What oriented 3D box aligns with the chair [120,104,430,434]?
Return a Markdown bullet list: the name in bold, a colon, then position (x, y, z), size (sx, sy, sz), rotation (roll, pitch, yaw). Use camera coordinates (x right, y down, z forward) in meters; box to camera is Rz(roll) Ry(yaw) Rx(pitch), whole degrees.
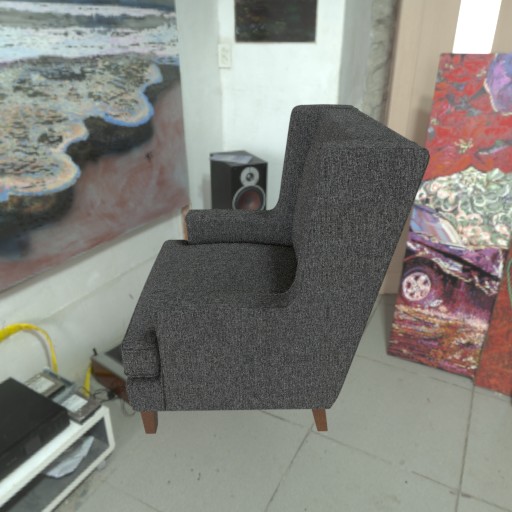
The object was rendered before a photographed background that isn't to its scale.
- **chair**: position (0.000, 0.000, 1.818), size (0.927, 1.082, 0.942), rotation (0, 26, -1)
